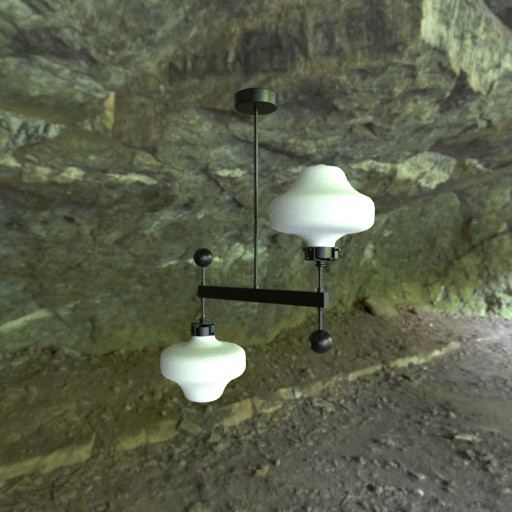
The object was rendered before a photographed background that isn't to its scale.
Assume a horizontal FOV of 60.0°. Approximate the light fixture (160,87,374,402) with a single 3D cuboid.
[{"bbox_3d":[0.000,0.000,1.028,0.489,0.743,0.422,0,0,1],"label":"light fixture"}]
